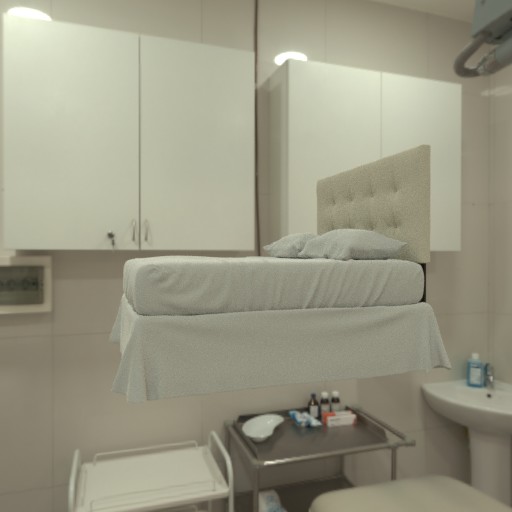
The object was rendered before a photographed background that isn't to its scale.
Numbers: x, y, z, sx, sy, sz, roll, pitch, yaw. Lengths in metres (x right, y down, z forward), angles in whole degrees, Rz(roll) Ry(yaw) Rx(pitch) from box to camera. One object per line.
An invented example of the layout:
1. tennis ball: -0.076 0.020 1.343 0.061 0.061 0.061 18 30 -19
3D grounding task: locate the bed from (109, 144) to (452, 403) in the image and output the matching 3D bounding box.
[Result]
1. bed: 0.000 0.000 3.539 2.222 1.577 1.936 0 0 -19
